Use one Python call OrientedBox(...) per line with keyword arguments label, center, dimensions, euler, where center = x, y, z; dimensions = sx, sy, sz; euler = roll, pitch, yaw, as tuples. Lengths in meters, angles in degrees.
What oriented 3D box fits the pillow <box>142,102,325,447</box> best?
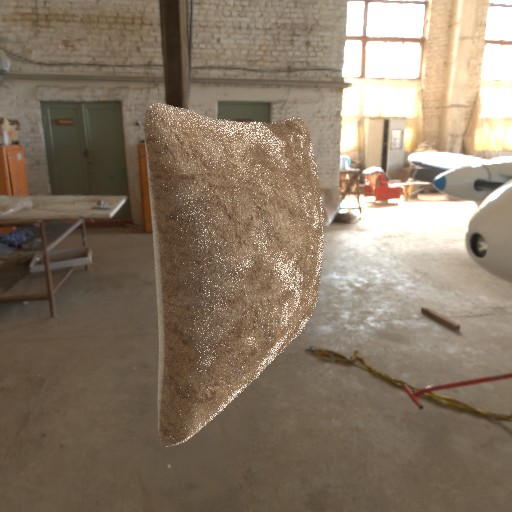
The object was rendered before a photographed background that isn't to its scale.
OrientedBox(label="pillow", center=(0.000, 0.000, 0.840), dimensions=(0.216, 0.525, 0.538), euler=(8, 17, 27))
